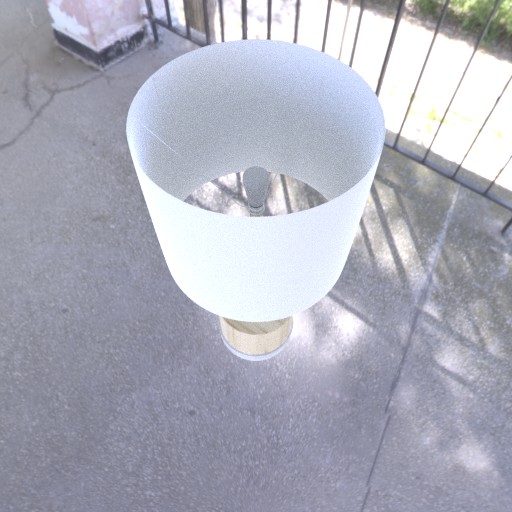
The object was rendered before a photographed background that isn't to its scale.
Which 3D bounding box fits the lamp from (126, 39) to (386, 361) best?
[{"bbox_3d":[0.000,0.000,0.590,0.229,0.470,0.229,34,64,19],"label":"lamp"}]
